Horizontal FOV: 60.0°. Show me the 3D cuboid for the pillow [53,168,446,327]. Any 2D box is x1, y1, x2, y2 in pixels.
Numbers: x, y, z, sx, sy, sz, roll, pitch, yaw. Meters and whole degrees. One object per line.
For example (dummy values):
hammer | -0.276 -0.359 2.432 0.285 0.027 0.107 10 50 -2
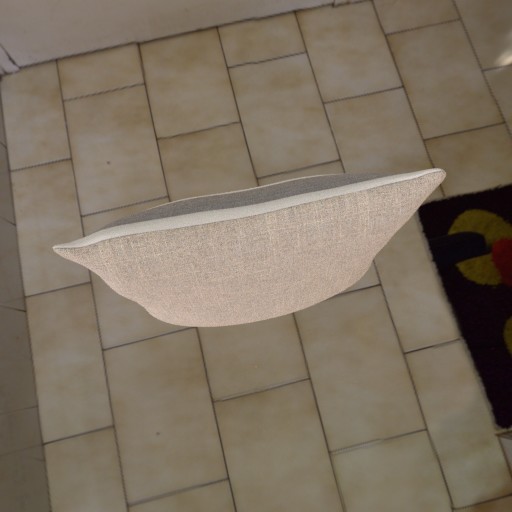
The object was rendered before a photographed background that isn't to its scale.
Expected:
pillow | 0.000 0.000 0.679 0.439 0.440 0.182 -11 76 -3
